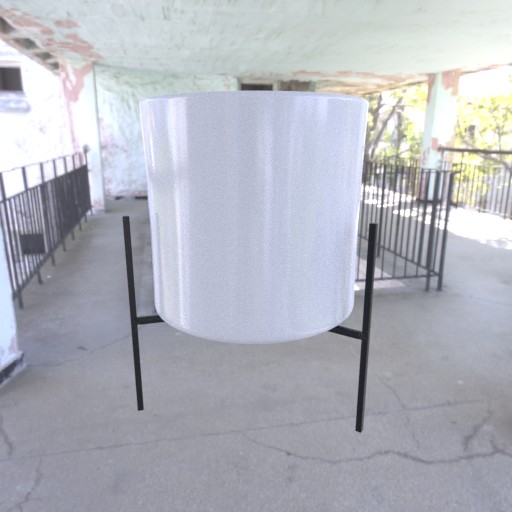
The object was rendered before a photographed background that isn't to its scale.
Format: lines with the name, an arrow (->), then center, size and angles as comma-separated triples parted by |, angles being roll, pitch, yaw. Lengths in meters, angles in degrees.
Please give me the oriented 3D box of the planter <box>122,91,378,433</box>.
planter -> 0.000, 0.000, 0.730 | 0.360, 0.480, 0.361 | 2, 15, 9
